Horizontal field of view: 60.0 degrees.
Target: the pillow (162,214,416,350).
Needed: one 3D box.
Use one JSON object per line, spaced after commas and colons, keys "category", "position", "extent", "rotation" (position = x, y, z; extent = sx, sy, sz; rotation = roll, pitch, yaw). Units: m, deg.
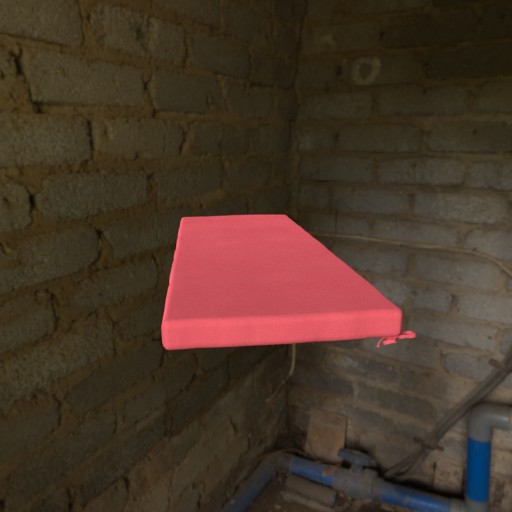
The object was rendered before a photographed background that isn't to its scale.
{"category": "pillow", "position": [0.000, 0.000, 1.363], "extent": [0.492, 0.081, 1.187], "rotation": [-2, 15, -7]}
